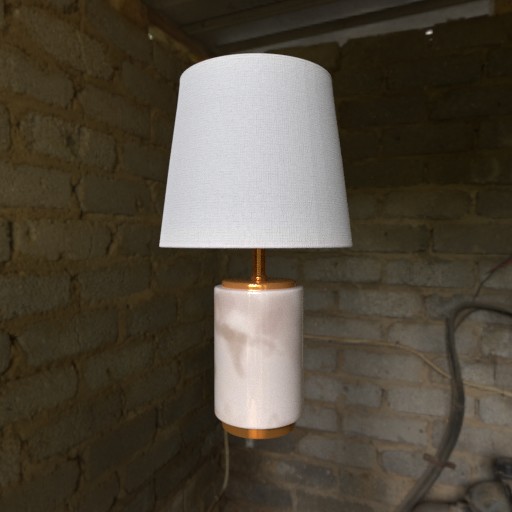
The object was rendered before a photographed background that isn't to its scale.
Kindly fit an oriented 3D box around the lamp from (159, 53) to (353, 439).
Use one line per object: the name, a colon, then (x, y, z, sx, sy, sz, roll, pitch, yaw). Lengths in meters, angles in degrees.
lamp: (0.000, 0.000, 0.445, 0.189, 0.340, 0.189, 0, 2, 0)
